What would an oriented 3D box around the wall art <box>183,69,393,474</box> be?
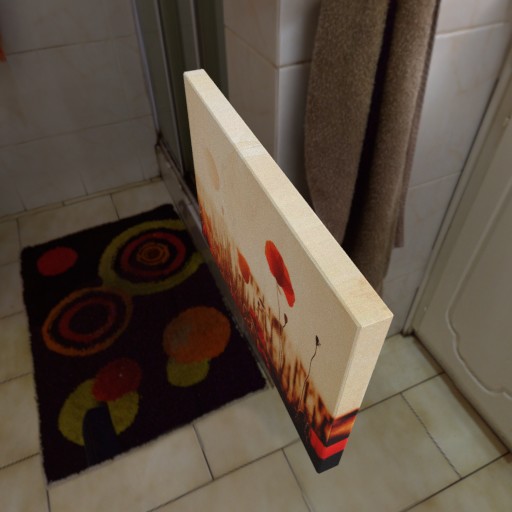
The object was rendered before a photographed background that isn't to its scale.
[{"bbox_3d":[0.000,0.000,0.766,0.040,0.402,0.613,-16,48,-15],"label":"wall art"}]
